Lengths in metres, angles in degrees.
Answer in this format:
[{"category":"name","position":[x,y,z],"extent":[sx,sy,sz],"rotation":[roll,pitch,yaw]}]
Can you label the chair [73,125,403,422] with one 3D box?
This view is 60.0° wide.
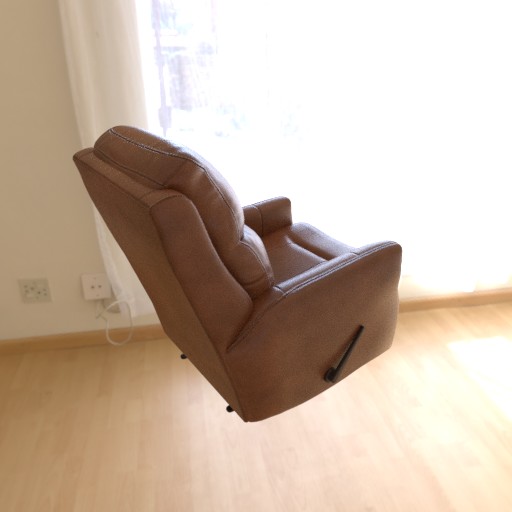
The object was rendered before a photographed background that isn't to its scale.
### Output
[{"category":"chair","position":[0.000,0.000,1.731],"extent":[1.072,1.016,0.821],"rotation":[-17,31,-31]}]
